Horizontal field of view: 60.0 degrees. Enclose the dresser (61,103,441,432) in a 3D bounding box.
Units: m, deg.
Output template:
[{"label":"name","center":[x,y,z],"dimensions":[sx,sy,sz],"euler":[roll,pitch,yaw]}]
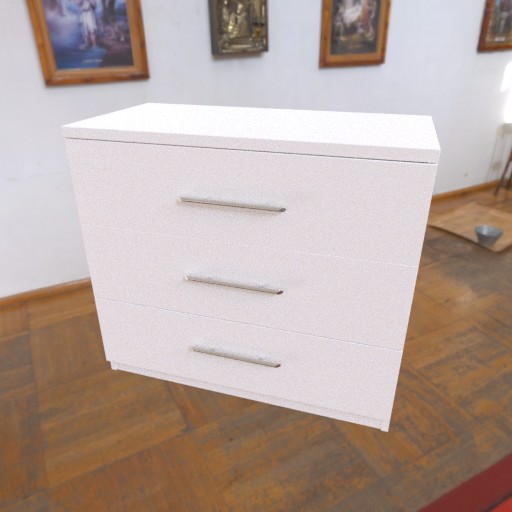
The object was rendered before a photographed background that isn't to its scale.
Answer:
[{"label":"dresser","center":[0.000,0.000,1.253],"dimensions":[0.830,0.740,0.420],"euler":[8,28,15]}]
